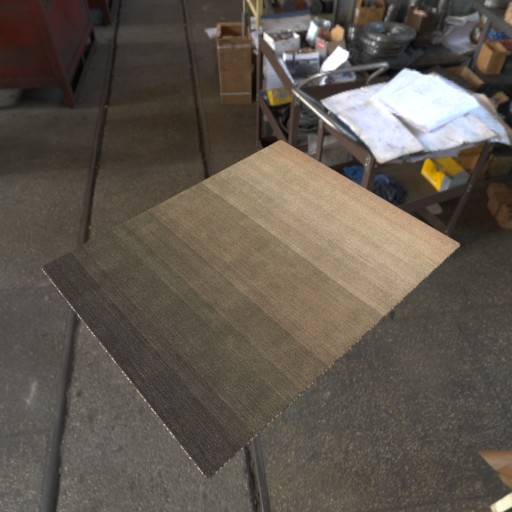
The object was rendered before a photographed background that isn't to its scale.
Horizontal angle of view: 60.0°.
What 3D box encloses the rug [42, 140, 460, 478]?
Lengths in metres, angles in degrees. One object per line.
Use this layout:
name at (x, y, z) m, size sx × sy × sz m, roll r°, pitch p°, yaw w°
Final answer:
rug at (0.000, 0.000, 3.889) m, size 2.902 × 0.017 × 2.306 m, roll -34°, pitch 56°, yaw -27°
